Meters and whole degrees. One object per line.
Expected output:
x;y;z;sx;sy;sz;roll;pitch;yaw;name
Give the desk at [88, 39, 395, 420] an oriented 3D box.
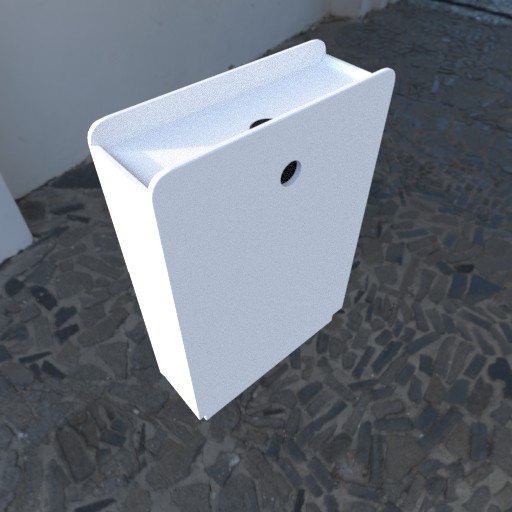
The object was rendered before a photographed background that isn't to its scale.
0.000;0.000;1.535;0.795;1.190;0.278;-32;55;-27;desk
